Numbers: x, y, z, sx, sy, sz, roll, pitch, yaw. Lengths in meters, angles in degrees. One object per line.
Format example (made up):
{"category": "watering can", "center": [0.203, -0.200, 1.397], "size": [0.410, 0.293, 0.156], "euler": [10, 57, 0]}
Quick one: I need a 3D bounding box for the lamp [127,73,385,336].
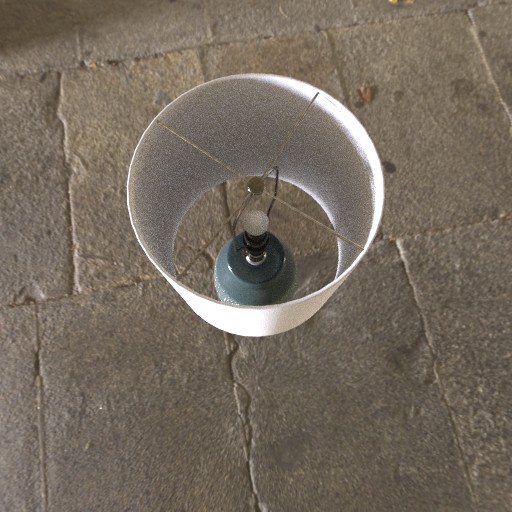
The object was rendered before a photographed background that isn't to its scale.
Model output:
{"category": "lamp", "center": [0.000, 0.000, 0.590], "size": [0.217, 0.453, 0.217], "euler": [33, 77, 9]}
